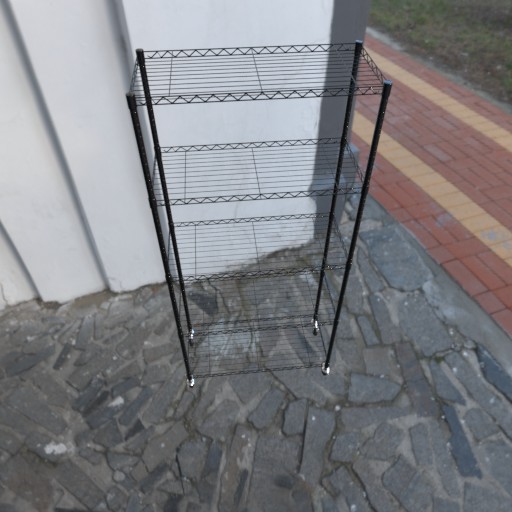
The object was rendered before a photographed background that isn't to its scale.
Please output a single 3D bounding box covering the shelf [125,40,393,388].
[{"bbox_3d":[0.000,0.000,1.924,0.762,1.645,0.356,-4,46,-4],"label":"shelf"}]
